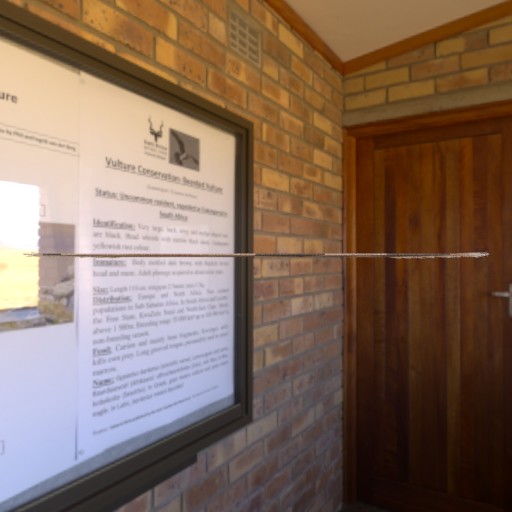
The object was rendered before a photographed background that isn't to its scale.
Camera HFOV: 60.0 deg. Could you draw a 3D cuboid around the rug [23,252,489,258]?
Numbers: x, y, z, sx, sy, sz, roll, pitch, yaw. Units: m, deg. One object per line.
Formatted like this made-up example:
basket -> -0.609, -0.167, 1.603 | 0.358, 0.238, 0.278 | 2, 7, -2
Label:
rug -> 0.000, 0.000, 2.502 | 2.021, 0.027, 1.224 | 0, -1, 0
